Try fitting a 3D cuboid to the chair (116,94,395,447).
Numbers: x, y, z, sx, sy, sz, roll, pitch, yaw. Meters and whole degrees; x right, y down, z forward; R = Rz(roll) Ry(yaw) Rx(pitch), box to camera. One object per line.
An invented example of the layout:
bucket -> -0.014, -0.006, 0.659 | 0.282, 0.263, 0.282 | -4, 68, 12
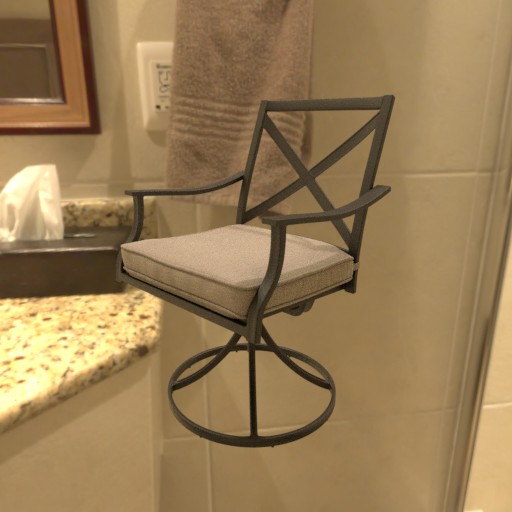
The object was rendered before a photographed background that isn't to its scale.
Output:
chair -> 0.000, 0.000, 1.292 | 0.575, 0.889, 0.620 | 16, 23, 41
